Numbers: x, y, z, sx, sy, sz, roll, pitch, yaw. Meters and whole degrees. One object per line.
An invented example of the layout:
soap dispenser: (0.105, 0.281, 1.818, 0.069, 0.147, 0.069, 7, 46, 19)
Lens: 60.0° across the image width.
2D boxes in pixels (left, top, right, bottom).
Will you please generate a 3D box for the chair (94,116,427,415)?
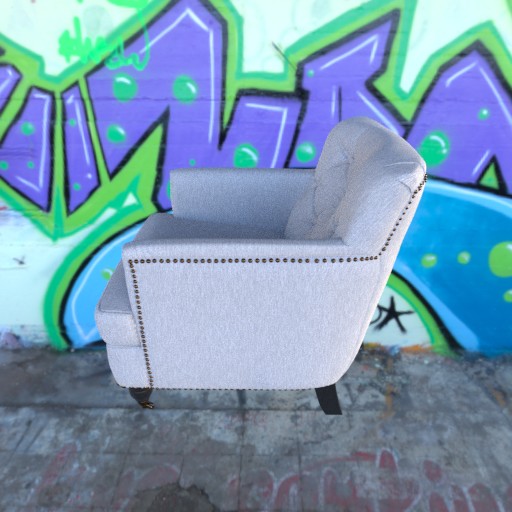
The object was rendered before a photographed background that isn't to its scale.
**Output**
chair: (0.000, 0.000, 1.507, 0.902, 0.823, 0.737, 0, 27, 1)
